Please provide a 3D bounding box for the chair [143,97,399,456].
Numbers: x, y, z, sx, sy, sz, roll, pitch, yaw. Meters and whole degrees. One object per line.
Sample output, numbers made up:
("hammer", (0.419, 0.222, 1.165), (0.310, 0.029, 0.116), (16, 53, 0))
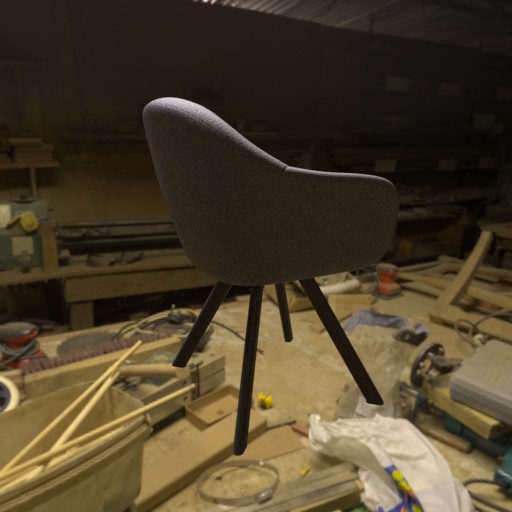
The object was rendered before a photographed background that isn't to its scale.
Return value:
("chair", (0.000, 0.000, 1.207), (0.550, 0.795, 0.590), (-8, 16, -27))
